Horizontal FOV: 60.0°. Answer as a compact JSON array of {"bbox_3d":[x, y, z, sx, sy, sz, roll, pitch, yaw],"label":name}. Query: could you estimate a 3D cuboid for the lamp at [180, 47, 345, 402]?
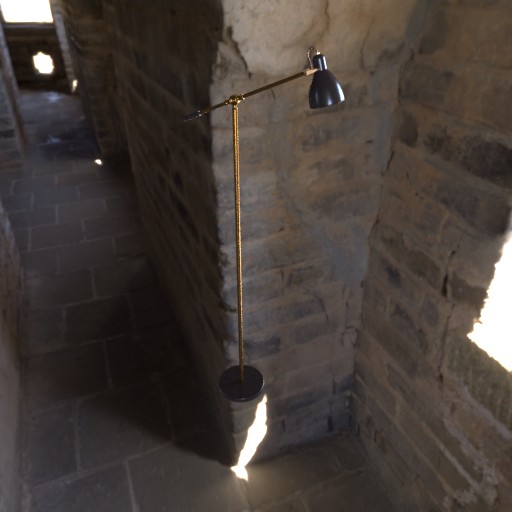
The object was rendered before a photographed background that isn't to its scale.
[{"bbox_3d":[0.000,0.000,1.885,0.618,1.628,0.235,12,33,18],"label":"lamp"}]
